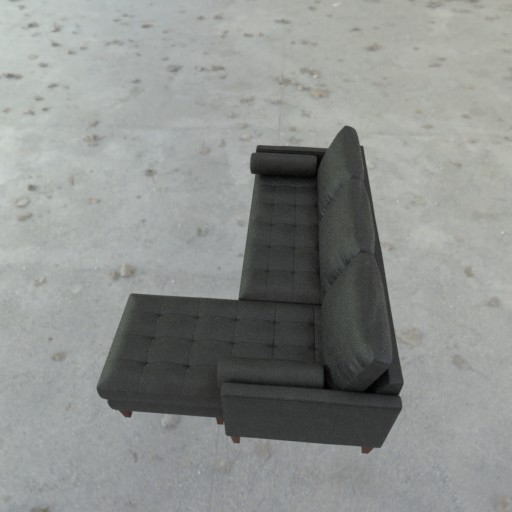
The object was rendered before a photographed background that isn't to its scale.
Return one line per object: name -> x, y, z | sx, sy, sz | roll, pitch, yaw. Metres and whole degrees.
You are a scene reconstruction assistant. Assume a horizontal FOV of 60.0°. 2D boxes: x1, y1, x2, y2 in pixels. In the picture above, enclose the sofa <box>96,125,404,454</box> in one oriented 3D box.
sofa -> 0.000, 0.000, 2.905 | 1.497, 0.876, 2.178 | 3, 46, 3
